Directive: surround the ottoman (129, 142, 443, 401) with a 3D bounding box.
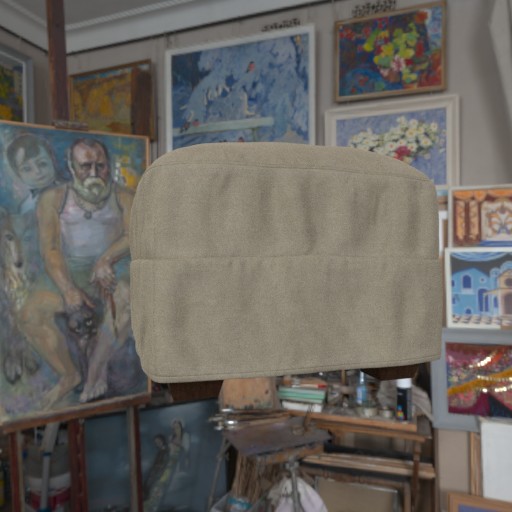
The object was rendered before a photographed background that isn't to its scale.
[{"bbox_3d":[0.000,0.000,1.077,0.584,0.480,0.712,0,0,-17],"label":"ottoman"}]
